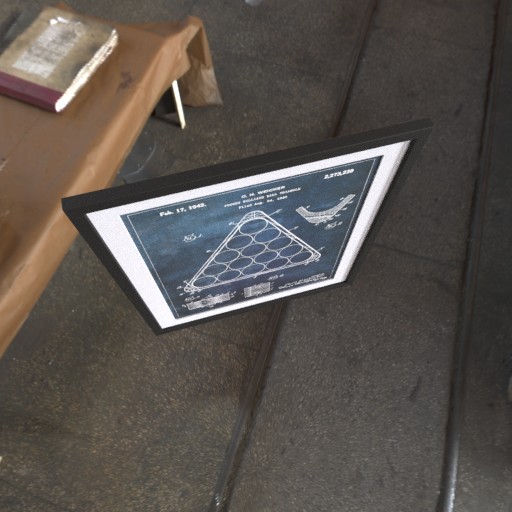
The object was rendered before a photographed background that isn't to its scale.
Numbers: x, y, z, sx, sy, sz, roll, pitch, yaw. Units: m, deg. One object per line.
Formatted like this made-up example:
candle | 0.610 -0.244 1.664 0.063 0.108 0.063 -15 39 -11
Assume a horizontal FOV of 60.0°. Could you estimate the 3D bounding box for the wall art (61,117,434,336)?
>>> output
wall art | 0.000 0.000 1.262 0.755 0.863 0.028 -14 65 -7
